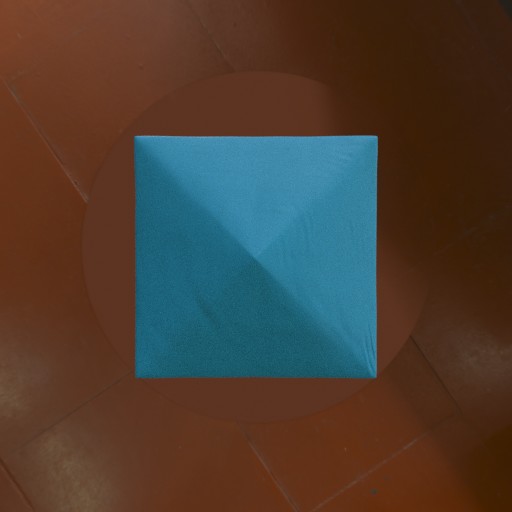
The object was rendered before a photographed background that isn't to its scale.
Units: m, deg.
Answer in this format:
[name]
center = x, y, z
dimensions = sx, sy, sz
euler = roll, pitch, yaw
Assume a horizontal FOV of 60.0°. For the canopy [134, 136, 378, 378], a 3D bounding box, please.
[canopy]
center = 0.000, 0.000, 5.193
dimensions = 2.848, 2.849, 2.849
euler = 0, 91, 0
